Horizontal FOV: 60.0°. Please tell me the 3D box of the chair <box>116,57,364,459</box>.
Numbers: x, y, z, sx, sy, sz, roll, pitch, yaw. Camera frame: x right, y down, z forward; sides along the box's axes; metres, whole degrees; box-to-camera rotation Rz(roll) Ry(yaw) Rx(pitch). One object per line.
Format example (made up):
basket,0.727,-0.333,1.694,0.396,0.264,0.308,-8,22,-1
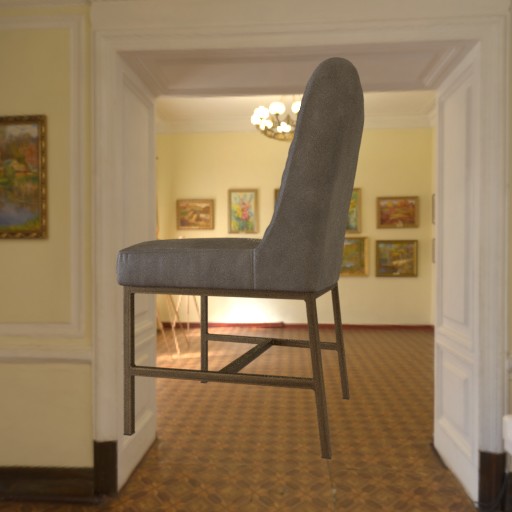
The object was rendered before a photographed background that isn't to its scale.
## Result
chair,0.000,0.000,1.247,0.587,0.889,0.508,0,1,17
